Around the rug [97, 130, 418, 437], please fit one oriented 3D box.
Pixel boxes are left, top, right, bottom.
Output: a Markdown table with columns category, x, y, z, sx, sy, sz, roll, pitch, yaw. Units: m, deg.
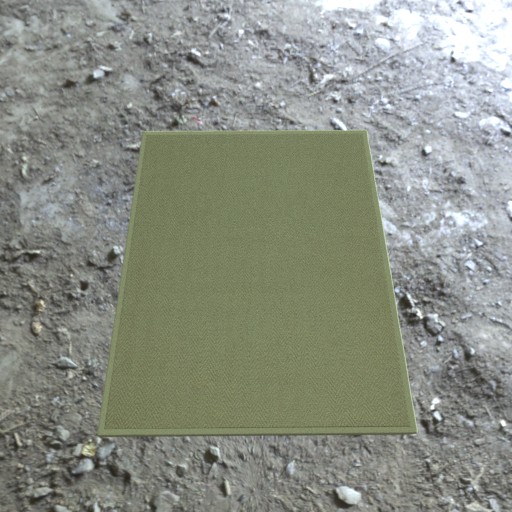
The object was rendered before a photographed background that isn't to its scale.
| category | x | y | z | sx | sy | sz | roll | pitch | yaw |
| --- | --- | --- | --- | --- | --- | --- | --- | --- | --- |
| rug | 0.000 | 0.000 | 4.034 | 2.407 | 0.020 | 3.051 | 0 | 62 | 0 |
